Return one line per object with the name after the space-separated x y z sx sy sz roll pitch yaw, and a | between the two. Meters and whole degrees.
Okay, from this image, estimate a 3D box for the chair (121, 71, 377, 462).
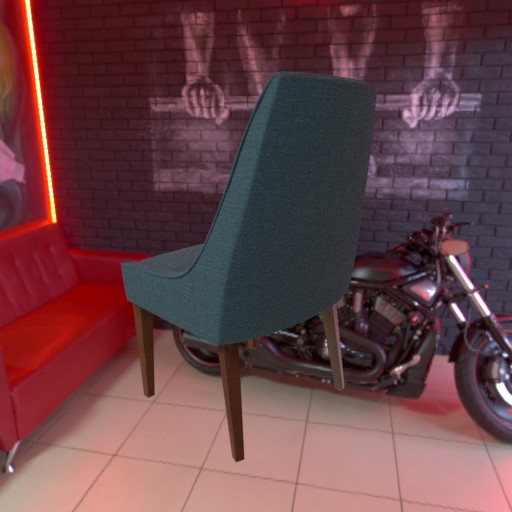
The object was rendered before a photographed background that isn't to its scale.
0.000 0.000 1.197 0.544 0.861 0.529 15 21 42 | chair
